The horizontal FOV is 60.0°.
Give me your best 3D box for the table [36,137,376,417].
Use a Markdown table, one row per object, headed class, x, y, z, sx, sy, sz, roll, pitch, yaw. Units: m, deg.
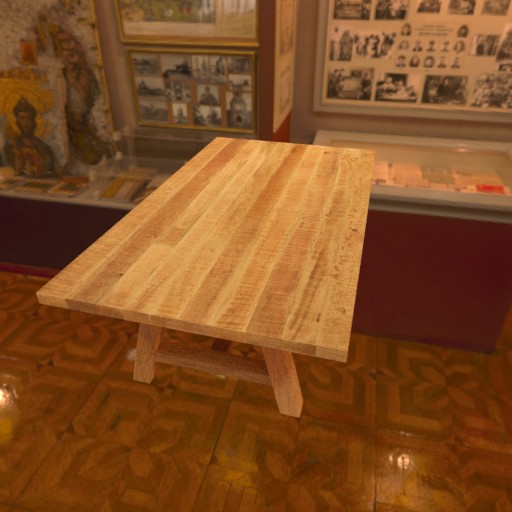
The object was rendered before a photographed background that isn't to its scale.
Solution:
| class | x | y | z | sx | sy | sz | roll | pitch | yaw |
| --- | --- | --- | --- | --- | --- | --- | --- | --- | --- |
| table | 0.000 | 0.000 | 1.665 | 0.760 | 0.455 | 1.320 | 8 | 33 | 13 |
